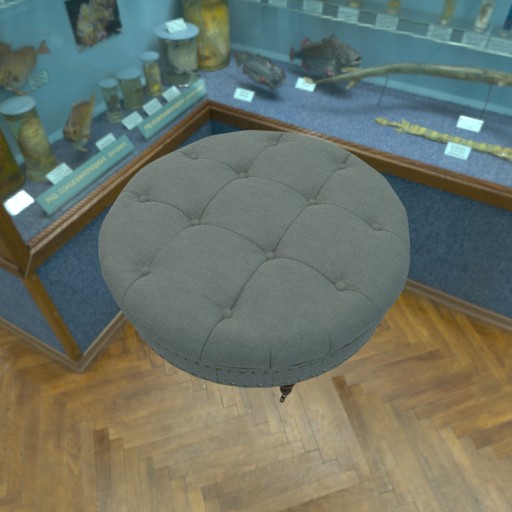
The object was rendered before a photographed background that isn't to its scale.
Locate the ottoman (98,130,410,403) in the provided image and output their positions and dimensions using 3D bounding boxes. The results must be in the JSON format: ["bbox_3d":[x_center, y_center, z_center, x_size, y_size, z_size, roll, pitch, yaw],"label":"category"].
[{"bbox_3d":[0.000,0.000,1.399,0.901,0.439,0.901,0,48,0],"label":"ottoman"}]
